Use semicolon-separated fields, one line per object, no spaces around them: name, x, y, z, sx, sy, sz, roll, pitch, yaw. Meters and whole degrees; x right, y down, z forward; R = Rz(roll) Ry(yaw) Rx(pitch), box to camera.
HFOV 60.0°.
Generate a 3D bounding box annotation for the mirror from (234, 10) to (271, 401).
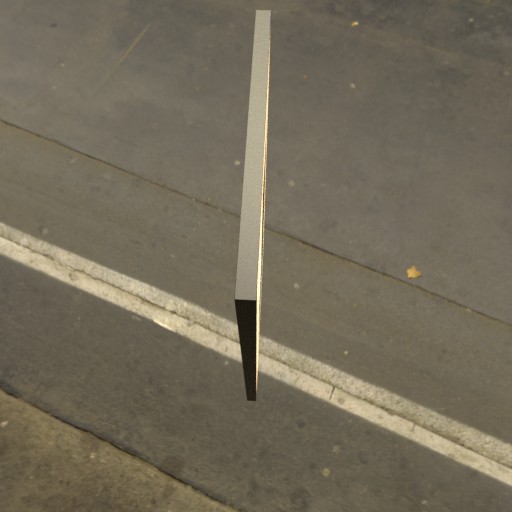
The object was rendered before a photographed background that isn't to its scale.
mirror;0.000;0.000;1.479;0.038;1.219;0.762;3;64;1
